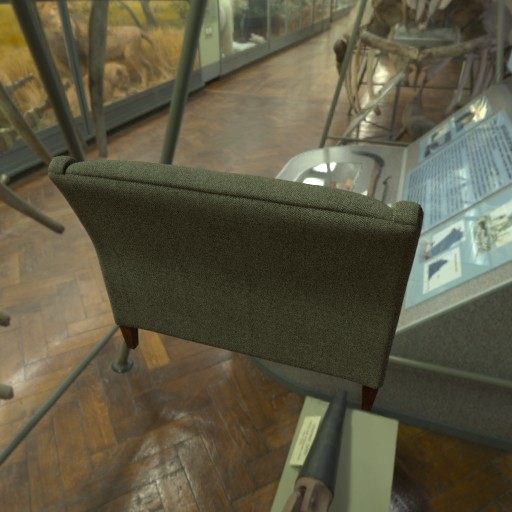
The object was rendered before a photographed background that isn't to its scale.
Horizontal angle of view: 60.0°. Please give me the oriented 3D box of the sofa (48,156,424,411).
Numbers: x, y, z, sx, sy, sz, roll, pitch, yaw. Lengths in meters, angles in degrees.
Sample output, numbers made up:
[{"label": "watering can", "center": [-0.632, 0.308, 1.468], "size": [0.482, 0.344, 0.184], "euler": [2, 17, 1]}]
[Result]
[{"label": "sofa", "center": [0.000, 0.000, 1.929], "size": [1.242, 1.021, 0.870], "euler": [10, 33, 16]}]
